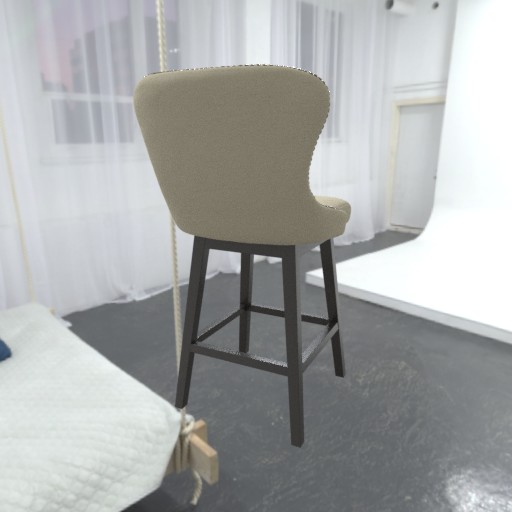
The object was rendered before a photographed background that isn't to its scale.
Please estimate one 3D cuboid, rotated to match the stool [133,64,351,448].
[{"bbox_3d":[0.000,0.000,1.317,0.528,0.971,0.593,7,16,26],"label":"stool"}]
